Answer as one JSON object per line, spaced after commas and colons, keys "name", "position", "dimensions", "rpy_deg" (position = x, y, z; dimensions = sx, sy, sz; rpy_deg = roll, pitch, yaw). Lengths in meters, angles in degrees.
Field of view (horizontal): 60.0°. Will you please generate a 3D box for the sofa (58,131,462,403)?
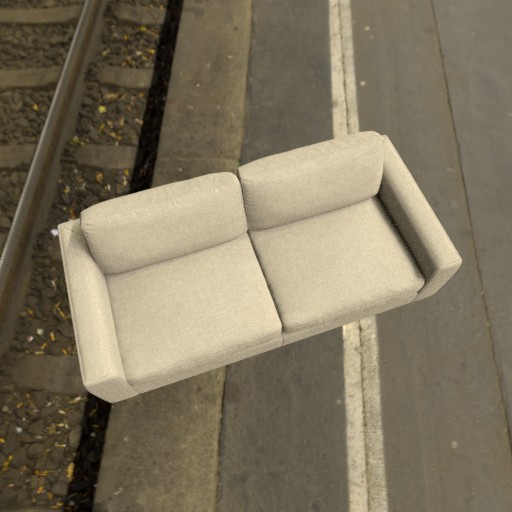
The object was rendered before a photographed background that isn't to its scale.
{"name": "sofa", "position": [0.000, 0.000, 2.789], "dimensions": [2.262, 0.801, 1.070], "rpy_deg": [-17, 65, -8]}
